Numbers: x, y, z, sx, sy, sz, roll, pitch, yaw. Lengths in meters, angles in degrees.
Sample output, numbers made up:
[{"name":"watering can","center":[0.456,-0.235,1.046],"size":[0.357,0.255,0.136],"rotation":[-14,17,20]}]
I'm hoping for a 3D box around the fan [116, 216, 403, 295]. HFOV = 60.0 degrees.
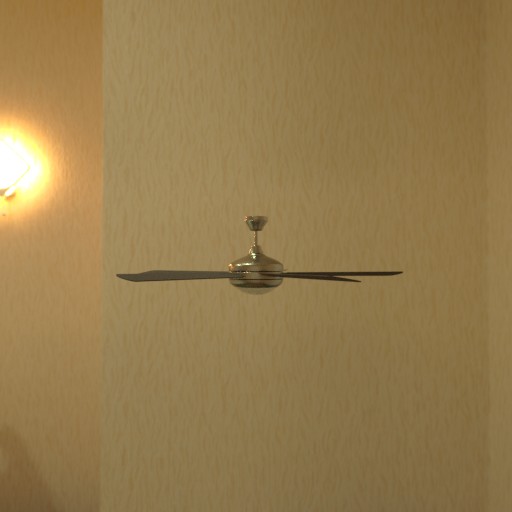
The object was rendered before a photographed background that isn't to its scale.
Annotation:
[{"name":"fan","center":[0.000,0.000,2.020],"size":[1.321,0.356,1.321],"rotation":[1,-1,-35]}]
